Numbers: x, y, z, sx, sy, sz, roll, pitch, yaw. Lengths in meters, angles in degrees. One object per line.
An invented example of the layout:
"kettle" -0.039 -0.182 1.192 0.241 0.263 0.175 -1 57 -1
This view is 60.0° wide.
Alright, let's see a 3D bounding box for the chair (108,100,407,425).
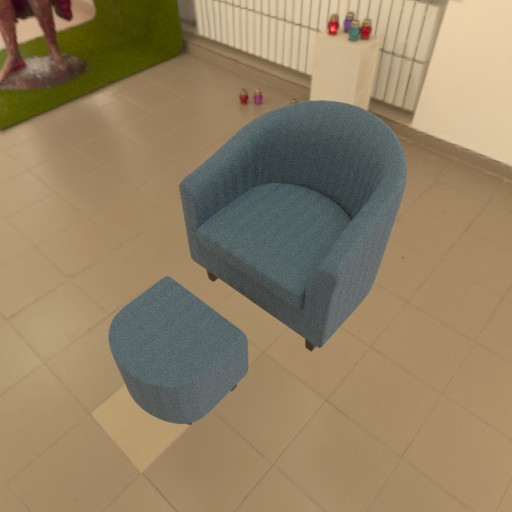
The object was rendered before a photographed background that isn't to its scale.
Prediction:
"chair" 0.000 0.000 1.736 0.756 0.757 1.288 32 54 27
